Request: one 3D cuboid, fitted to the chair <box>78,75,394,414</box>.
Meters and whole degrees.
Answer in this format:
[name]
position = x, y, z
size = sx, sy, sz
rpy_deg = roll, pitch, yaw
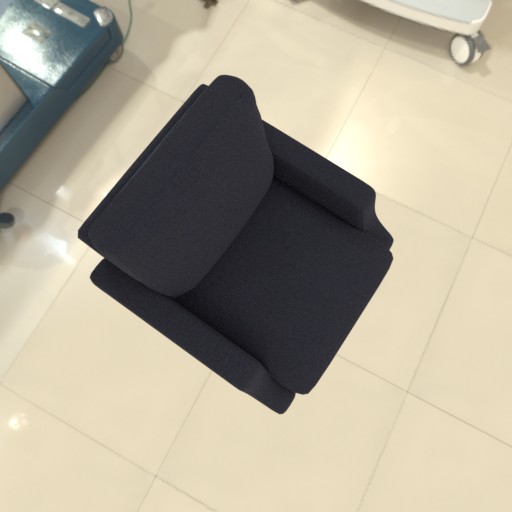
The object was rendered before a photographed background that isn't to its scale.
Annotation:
[chair]
position = 0.000, 0.000, 1.670
size = 0.897, 0.991, 0.855
rpy_deg = 34, 77, 9
